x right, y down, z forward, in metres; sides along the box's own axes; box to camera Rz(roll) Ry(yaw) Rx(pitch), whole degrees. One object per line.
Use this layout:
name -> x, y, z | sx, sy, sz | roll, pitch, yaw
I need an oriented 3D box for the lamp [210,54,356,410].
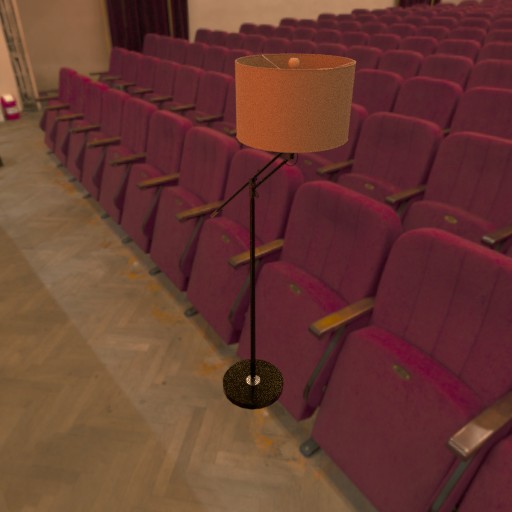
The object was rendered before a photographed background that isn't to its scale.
lamp -> 0.000, 0.000, 1.945 | 0.373, 1.635, 0.809 | -19, 35, -28
